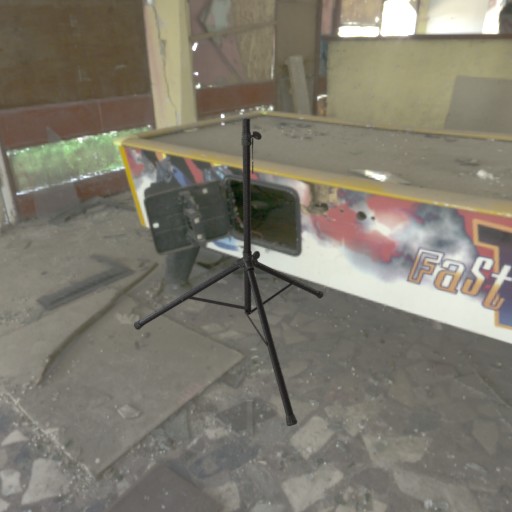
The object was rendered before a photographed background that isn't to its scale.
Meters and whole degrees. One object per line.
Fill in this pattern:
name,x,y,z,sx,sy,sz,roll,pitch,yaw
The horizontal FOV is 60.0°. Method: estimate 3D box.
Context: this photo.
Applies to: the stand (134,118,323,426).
stand,0.000,0.000,2.766,1.596,1.595,1.339,-7,26,-15
